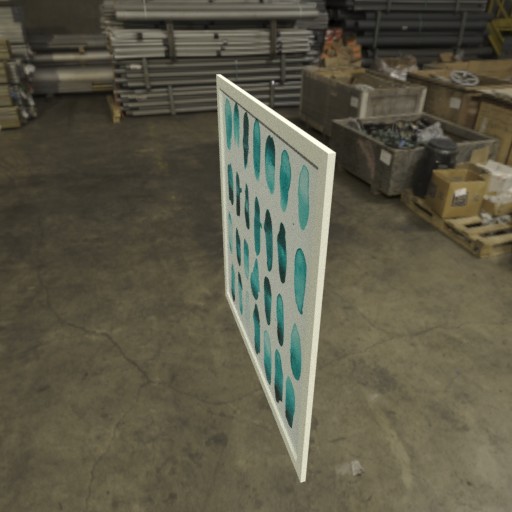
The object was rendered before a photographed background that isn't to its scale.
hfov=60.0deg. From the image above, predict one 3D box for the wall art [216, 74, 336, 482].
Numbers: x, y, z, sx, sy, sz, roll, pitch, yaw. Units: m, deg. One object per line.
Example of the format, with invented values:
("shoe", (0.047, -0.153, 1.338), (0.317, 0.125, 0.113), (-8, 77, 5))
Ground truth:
("wall art", (0.000, 0.000, 1.205), (0.013, 0.813, 0.812), (-8, 31, -14))
